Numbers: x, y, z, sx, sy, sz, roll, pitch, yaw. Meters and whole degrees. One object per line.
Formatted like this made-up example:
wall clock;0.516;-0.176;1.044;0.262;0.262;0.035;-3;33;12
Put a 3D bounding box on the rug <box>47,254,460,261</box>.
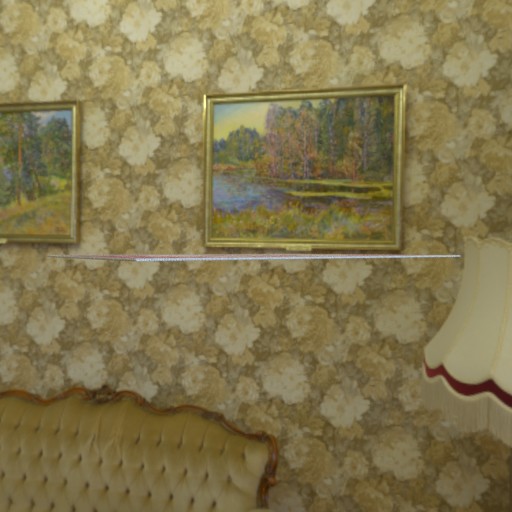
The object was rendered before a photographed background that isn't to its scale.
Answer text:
rug;0.000;0.000;3.745;2.878;0.014;2.005;0;1;-36
